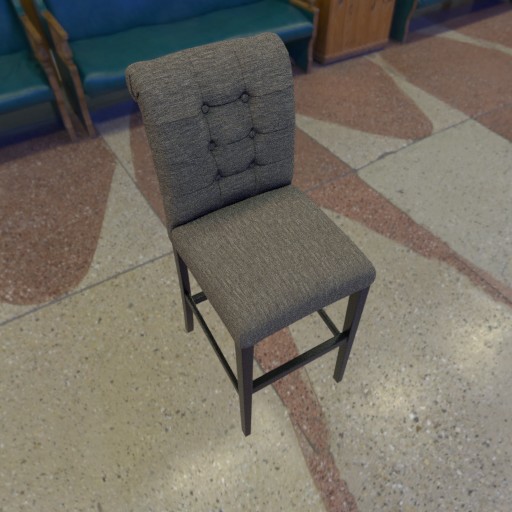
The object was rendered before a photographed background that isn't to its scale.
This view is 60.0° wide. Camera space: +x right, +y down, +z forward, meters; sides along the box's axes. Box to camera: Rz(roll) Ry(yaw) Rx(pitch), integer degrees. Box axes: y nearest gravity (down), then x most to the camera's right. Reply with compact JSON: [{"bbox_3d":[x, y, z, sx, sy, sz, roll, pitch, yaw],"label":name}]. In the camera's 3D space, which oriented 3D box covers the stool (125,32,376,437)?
[{"bbox_3d":[0.000,0.000,1.417,0.452,1.131,0.613,-23,52,-20],"label":"stool"}]
